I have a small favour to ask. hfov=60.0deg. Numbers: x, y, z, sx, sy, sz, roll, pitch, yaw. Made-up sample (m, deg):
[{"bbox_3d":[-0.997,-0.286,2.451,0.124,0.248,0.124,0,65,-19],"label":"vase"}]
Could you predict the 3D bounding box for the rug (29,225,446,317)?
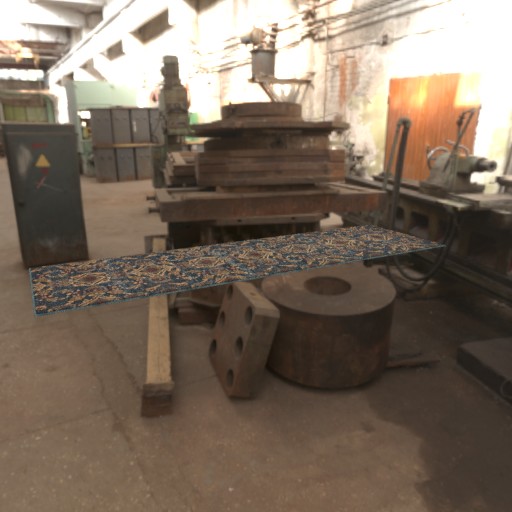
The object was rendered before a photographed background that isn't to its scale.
[{"bbox_3d":[0.000,0.000,2.513,2.292,0.014,0.685,-8,18,-27],"label":"rug"}]
